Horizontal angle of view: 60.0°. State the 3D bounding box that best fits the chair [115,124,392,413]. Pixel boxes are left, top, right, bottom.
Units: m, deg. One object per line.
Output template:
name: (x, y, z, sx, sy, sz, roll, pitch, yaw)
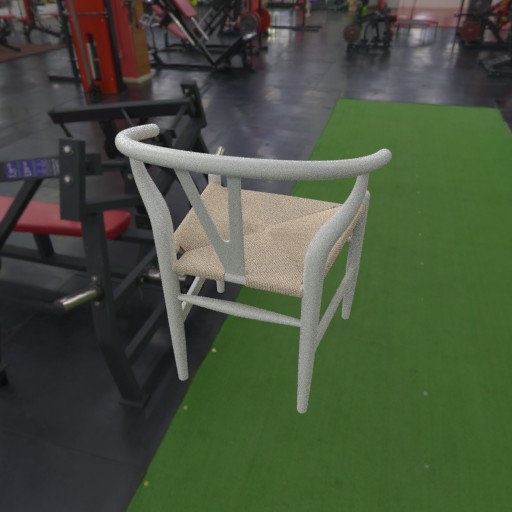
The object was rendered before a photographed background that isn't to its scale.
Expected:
chair: (0.000, 0.000, 1.121, 0.569, 0.730, 0.579, 10, 35, 15)
